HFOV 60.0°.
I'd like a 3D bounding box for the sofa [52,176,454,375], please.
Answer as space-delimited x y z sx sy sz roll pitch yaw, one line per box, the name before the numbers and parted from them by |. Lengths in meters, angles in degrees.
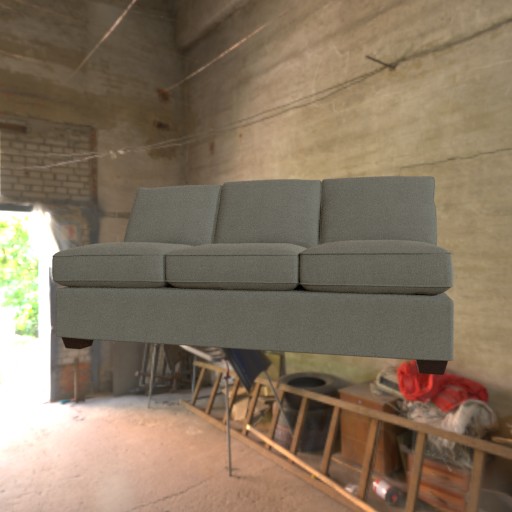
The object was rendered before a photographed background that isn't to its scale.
sofa | 0.000 0.000 2.682 2.092 1.036 1.127 0 0 17
